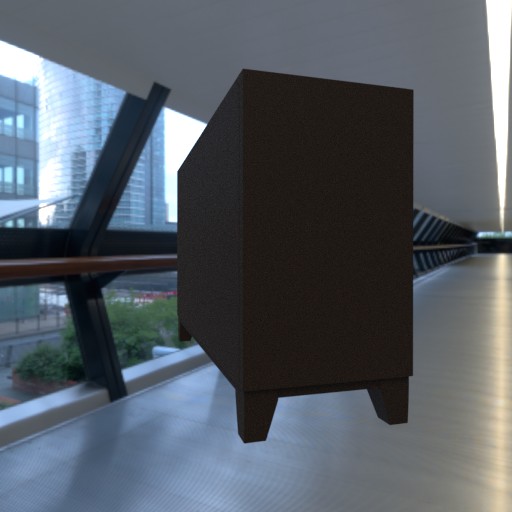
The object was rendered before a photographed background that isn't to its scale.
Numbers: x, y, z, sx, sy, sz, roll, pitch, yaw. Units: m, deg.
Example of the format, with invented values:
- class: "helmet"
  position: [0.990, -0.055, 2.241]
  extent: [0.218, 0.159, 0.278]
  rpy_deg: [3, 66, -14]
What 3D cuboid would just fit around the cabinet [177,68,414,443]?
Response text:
- class: "cabinet"
  position: [0.000, 0.000, 1.811]
  extent: [0.482, 0.914, 1.396]
  rpy_deg: [0, 0, -17]
